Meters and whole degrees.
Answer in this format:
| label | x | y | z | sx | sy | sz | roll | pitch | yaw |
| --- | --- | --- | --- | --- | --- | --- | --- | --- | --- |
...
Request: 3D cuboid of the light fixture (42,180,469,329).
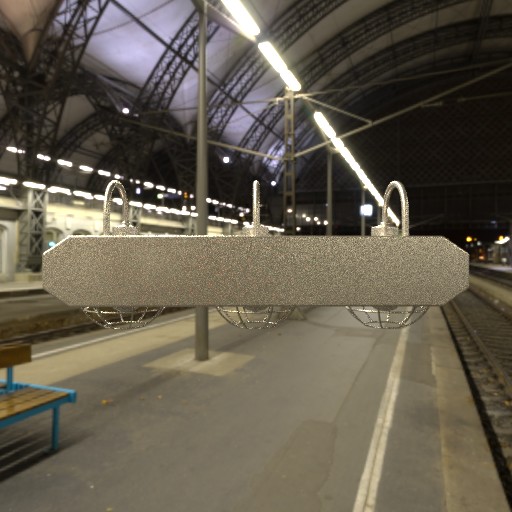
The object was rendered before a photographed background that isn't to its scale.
| label | x | y | z | sx | sy | sz | roll | pitch | yaw |
| --- | --- | --- | --- | --- | --- | --- | --- | --- | --- |
| light fixture | 0.000 | 0.000 | 0.771 | 0.634 | 0.254 | 0.229 | 0 | 0 | -1 |
